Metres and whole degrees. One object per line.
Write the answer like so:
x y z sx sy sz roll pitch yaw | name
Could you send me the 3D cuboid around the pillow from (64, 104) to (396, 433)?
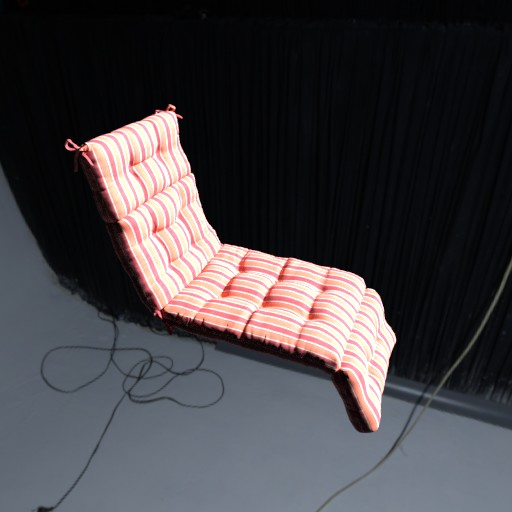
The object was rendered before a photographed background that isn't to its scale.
0.000 0.000 1.538 1.016 0.863 0.526 12 33 19 | pillow
